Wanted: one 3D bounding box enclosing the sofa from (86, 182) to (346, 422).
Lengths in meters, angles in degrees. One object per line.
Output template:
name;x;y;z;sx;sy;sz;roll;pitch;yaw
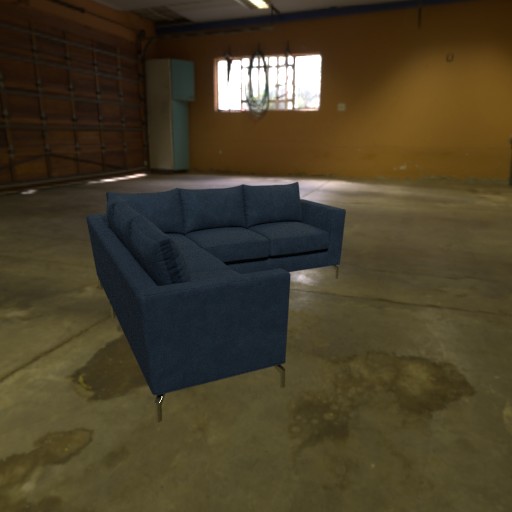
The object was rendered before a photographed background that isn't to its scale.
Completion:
sofa;0.000;0.000;3.812;2.463;0.988;2.472;-7;17;-25
